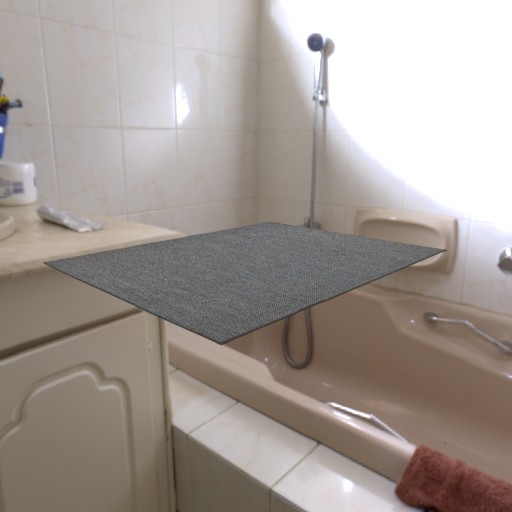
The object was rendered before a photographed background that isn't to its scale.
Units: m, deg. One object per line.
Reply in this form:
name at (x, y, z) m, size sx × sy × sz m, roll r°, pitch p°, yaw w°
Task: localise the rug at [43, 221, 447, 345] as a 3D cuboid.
rug at (0.000, 0.000, 4.268) m, size 2.456 × 0.021 × 3.068 m, roll 13°, pitch 19°, yaw 42°
